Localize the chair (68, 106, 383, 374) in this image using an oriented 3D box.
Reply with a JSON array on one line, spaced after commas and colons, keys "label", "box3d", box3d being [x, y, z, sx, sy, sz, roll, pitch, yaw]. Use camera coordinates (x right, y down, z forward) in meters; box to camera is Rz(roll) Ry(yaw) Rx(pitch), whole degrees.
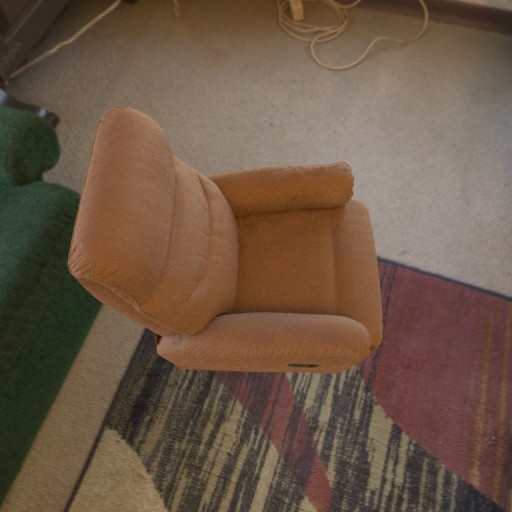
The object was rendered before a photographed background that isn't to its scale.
[{"label": "chair", "box3d": [0.000, 0.000, 1.715, 1.004, 1.037, 0.820, 1, 64, 0]}]
